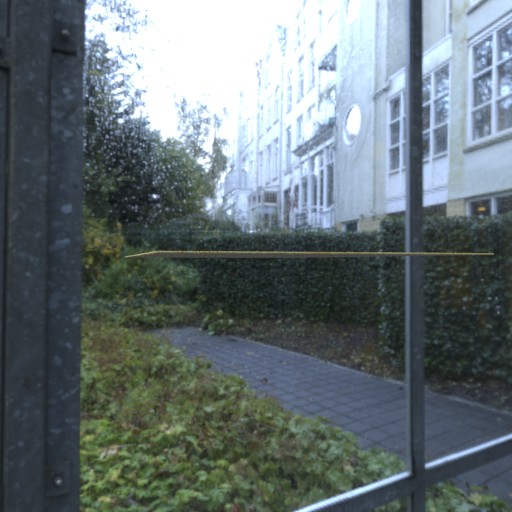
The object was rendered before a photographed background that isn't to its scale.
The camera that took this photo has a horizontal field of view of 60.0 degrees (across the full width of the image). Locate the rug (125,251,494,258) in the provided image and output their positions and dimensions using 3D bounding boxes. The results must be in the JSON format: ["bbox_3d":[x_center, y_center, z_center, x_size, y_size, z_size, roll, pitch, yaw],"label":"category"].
[{"bbox_3d":[0.000,0.000,2.870,1.524,0.006,2.286,0,-1,-19],"label":"rug"}]
